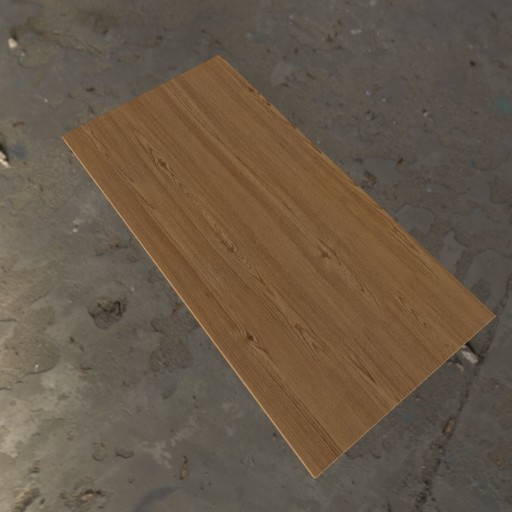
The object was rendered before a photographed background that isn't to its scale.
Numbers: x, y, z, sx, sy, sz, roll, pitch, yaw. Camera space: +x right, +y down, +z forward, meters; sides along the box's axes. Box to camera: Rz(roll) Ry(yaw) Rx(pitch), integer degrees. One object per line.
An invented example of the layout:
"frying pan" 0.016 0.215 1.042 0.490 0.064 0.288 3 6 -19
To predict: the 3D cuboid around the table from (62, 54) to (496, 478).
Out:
"table" 0.000 0.000 2.200 0.901 0.750 1.797 -34 68 -16
